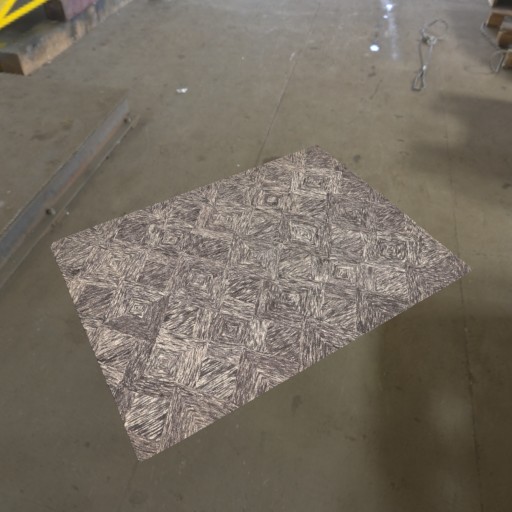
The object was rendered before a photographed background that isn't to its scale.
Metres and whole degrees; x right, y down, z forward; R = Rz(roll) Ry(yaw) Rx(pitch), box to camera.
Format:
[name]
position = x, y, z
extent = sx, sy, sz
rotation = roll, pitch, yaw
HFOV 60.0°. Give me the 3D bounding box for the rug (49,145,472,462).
[rug]
position = 0.000, 0.000, 5.256
extent = 4.093, 0.020, 2.997
rotation = -24, 52, -21
